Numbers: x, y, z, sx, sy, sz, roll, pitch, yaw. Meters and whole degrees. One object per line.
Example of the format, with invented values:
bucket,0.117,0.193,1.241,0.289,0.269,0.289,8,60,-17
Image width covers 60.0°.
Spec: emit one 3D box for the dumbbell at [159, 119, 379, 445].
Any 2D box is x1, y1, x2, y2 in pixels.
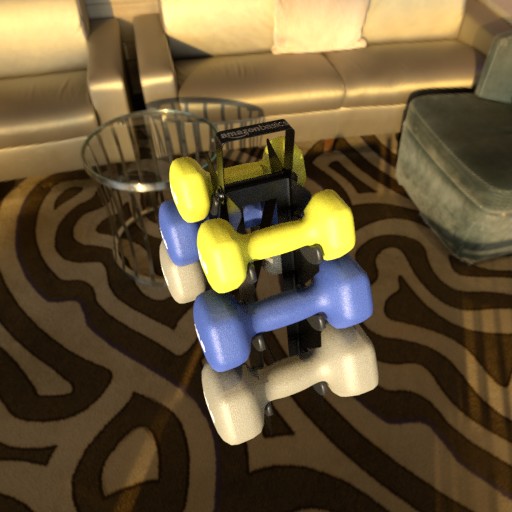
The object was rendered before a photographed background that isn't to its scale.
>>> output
dumbbell,0.000,0.000,0.679,0.261,0.426,0.416,-16,48,-15
